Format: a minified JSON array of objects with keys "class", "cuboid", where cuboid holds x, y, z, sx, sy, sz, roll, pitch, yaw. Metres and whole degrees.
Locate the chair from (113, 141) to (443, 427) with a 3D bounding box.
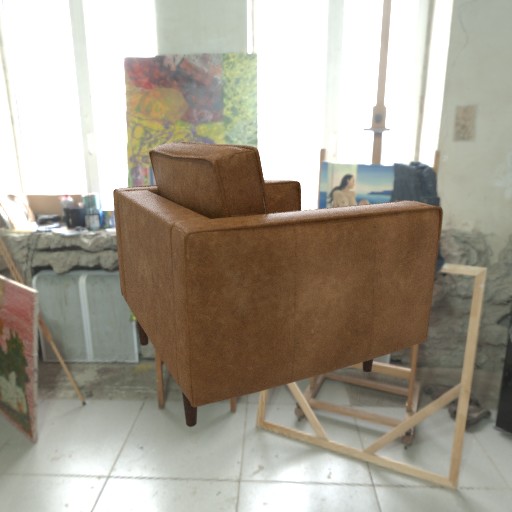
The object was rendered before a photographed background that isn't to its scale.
[{"class":"chair","cuboid":[0.000,0.000,1.544,0.798,0.767,0.928,-8,17,-26]}]
